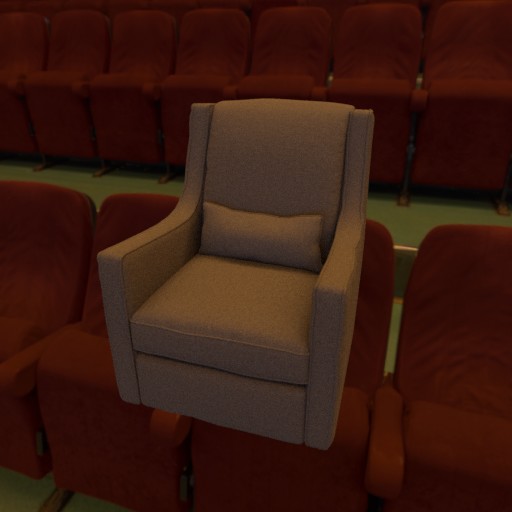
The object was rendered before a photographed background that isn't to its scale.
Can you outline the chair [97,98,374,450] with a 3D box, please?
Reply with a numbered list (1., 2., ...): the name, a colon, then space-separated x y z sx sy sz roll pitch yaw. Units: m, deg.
1. chair: 0.000 0.000 1.598 0.732 0.993 0.879 8 27 15
